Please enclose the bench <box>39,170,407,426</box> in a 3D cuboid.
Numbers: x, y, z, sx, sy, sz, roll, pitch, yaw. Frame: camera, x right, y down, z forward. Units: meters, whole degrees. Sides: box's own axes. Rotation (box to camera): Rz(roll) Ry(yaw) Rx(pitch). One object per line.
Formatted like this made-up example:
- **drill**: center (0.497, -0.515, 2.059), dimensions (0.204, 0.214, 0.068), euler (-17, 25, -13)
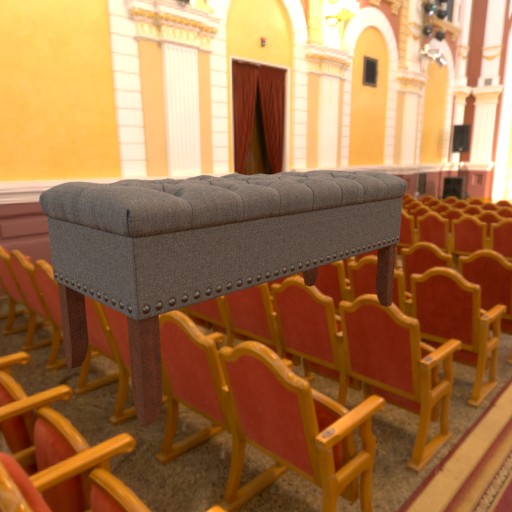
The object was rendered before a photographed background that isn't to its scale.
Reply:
- **bench**: center (0.000, 0.000, 1.312), dimensions (0.417, 0.470, 1.052), euler (13, 18, 43)
